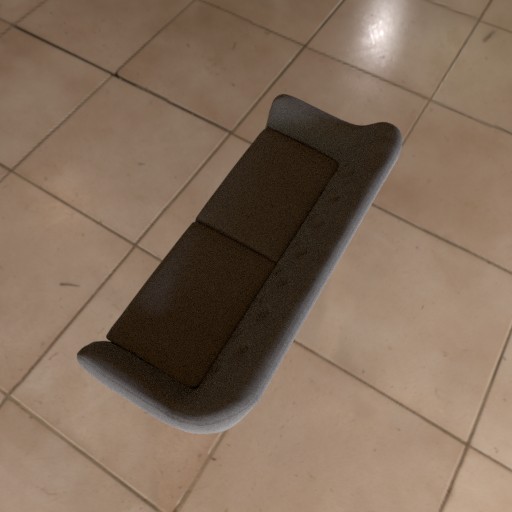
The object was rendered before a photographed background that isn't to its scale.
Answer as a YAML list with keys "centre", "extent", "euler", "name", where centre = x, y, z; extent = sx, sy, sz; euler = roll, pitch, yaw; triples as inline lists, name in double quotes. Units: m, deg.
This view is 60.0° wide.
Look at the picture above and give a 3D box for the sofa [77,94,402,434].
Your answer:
- centre: [0.000, 0.000, 2.321]
  extent: [0.820, 0.820, 1.840]
  euler: [28, 67, 13]
  name: "sofa"
